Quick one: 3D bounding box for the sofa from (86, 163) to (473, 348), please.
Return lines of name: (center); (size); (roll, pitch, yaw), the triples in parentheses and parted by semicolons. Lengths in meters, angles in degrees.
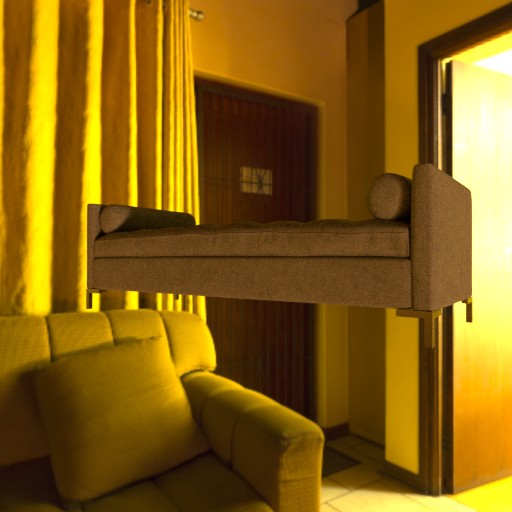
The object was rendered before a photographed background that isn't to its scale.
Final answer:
sofa: (0.000, 0.000, 2.478); (2.102, 0.657, 0.797); (0, 0, 36)
